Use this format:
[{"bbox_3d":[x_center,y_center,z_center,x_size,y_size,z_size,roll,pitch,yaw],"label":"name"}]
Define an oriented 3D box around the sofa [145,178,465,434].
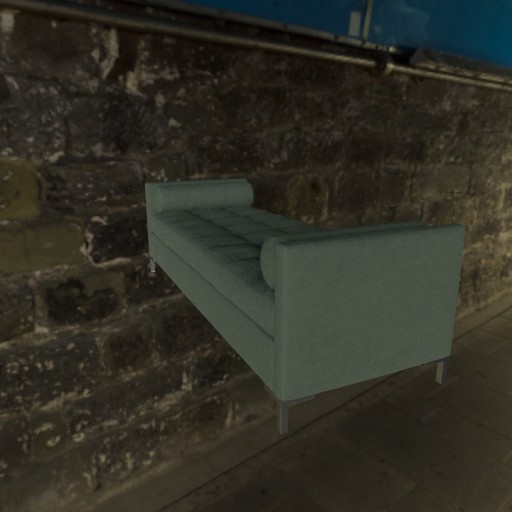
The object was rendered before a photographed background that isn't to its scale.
[{"bbox_3d":[0.000,0.000,2.470,0.797,0.657,2.102,-7,17,-24],"label":"sofa"}]
